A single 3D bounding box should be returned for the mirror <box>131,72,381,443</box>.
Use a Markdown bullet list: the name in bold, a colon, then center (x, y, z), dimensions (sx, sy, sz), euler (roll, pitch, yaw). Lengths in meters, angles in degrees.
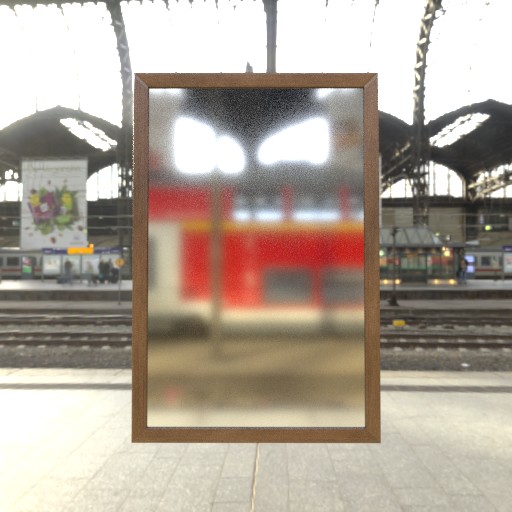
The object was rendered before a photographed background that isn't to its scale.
- **mirror**: center (0.000, 0.000, 1.113), dimensions (0.609, 0.915, 0.040), euler (0, -1, 0)
